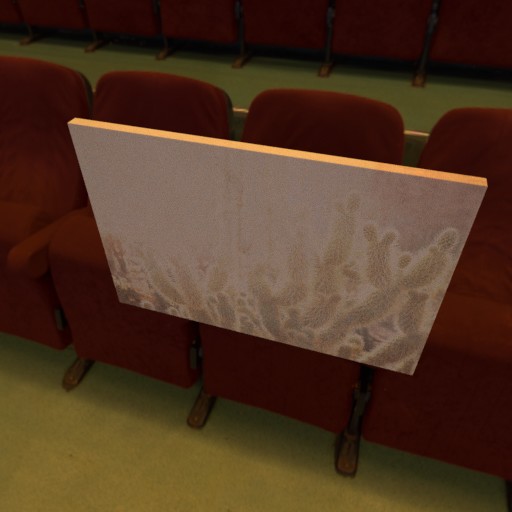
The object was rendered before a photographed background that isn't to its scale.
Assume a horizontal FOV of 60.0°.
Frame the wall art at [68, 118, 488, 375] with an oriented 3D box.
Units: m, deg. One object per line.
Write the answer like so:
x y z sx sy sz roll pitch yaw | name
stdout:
0.000 0.000 1.422 1.142 0.758 0.041 12 42 13 | wall art
